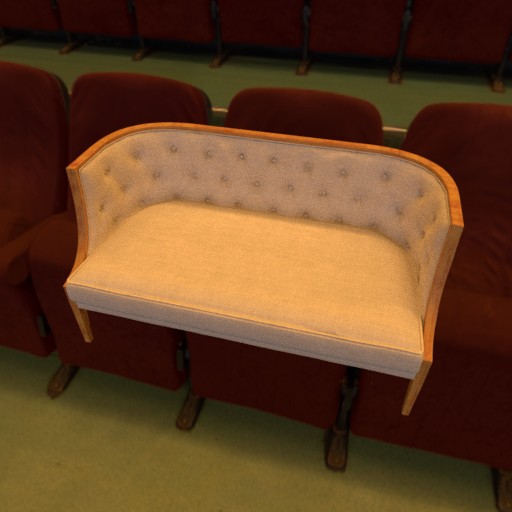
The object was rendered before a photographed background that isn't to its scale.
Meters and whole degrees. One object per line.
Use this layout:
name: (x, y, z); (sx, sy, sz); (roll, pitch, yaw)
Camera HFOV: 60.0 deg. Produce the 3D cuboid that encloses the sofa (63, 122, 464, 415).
sofa: (0.000, 0.000, 1.901); (1.474, 0.775, 0.770); (10, 42, 11)
